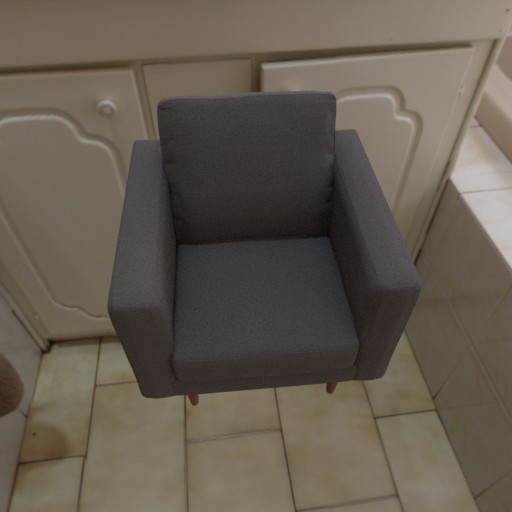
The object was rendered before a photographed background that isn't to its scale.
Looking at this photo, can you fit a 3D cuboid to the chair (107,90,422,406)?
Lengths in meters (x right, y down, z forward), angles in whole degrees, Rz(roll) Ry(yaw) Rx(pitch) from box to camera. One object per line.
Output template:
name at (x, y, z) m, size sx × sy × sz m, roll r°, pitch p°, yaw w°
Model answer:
chair at (0.000, 0.000, 1.574) m, size 0.854 × 0.927 × 0.800 m, roll -4°, pitch 48°, yaw -3°
